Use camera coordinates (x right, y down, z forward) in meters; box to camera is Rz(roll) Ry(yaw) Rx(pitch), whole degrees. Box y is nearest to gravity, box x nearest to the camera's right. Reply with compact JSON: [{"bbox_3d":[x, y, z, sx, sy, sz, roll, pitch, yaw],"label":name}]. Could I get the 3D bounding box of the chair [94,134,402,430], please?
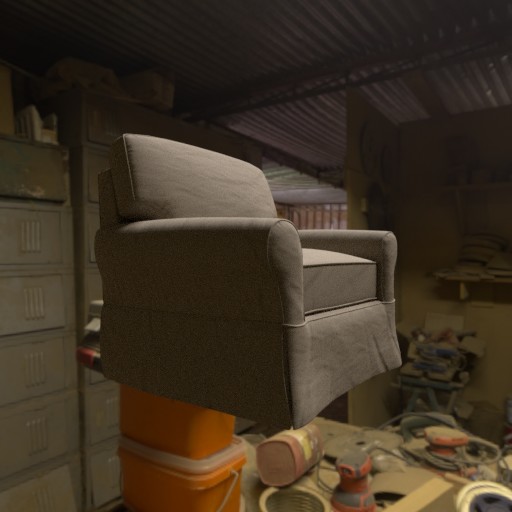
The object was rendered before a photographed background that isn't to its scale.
[{"bbox_3d":[0.000,0.000,1.952,0.988,1.017,1.135,0,0,36],"label":"chair"}]
